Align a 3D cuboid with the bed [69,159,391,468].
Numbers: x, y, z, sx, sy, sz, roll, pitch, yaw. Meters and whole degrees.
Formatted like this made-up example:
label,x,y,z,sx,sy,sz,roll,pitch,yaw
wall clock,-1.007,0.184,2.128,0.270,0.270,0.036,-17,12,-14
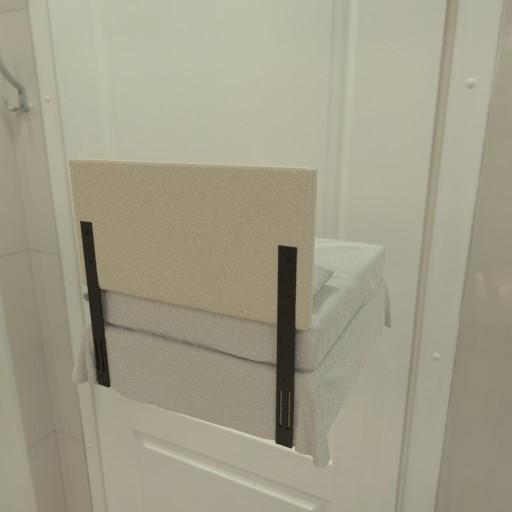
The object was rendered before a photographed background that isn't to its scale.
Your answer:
label,x,y,z,sx,sy,sz,roll,pitch,yaw
bed,0.000,0.000,3.513,1.936,1.577,2.222,8,18,26
